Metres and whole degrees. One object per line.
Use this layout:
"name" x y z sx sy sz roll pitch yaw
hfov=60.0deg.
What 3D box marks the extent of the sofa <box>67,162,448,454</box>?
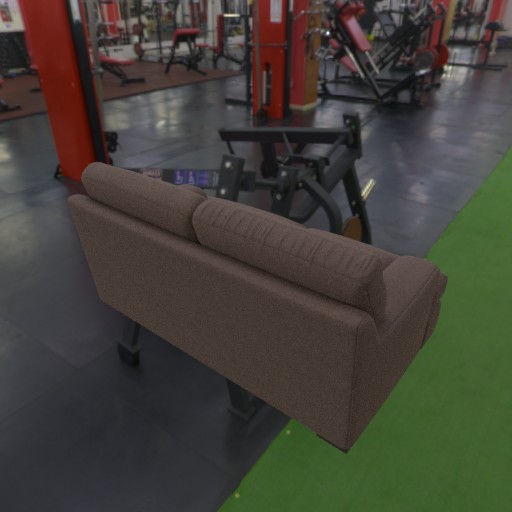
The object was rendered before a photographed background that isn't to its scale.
"sofa" 0.000 0.000 2.491 1.869 0.950 1.140 22 36 33
